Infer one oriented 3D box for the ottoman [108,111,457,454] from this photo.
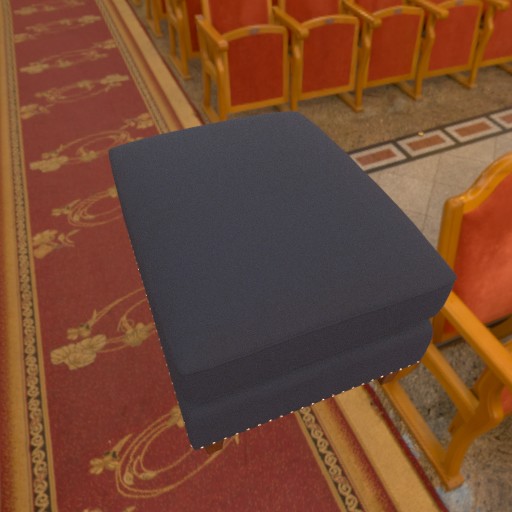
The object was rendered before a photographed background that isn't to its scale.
[{"bbox_3d":[0.000,0.000,1.149,0.584,0.513,0.741,-16,48,-15],"label":"ottoman"}]
